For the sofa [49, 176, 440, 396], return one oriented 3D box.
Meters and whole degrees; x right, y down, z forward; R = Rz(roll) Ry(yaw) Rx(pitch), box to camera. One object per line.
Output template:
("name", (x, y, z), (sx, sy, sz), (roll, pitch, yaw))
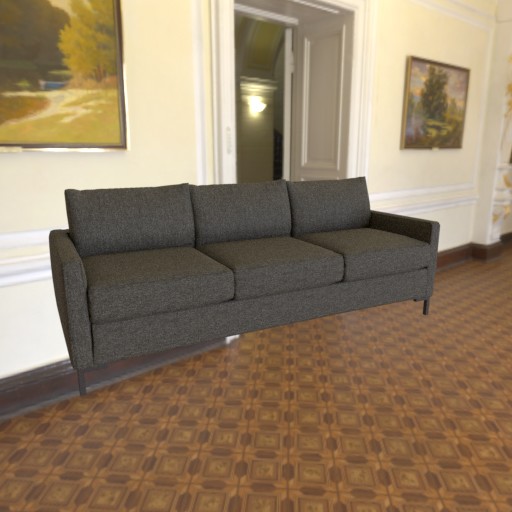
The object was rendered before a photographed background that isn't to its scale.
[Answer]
("sofa", (0.000, 0.000, 2.707), (2.253, 0.879, 0.876), (-7, 15, -27))
